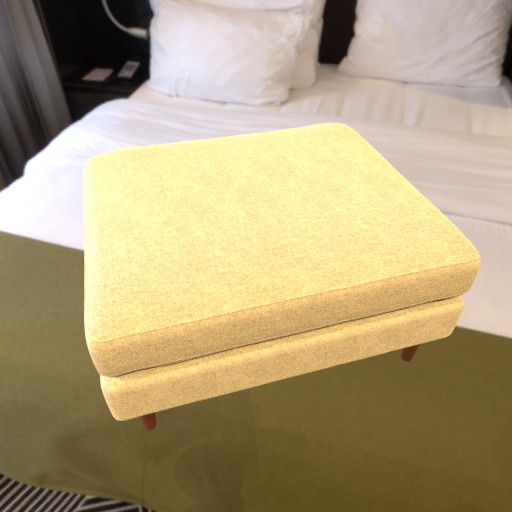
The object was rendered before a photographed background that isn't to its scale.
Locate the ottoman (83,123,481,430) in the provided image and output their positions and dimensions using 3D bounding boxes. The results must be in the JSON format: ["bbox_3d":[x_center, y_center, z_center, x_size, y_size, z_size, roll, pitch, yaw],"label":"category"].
[{"bbox_3d":[0.000,0.000,1.201,0.821,0.474,0.693,-11,42,-12],"label":"ottoman"}]
